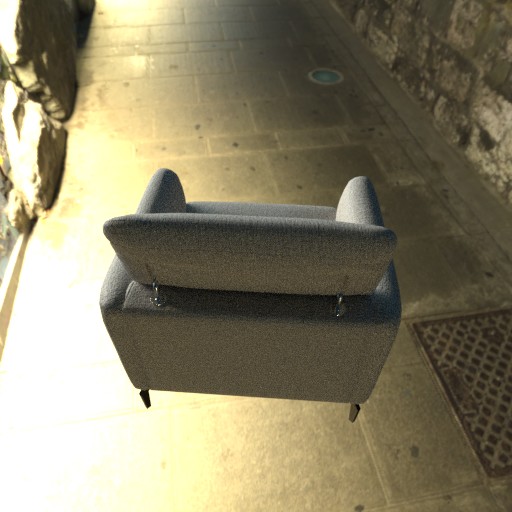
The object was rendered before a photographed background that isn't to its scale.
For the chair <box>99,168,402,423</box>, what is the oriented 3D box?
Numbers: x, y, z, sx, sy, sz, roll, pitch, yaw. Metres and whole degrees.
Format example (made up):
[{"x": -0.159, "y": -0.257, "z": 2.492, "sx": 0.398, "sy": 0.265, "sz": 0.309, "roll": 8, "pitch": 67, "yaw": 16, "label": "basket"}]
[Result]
[{"x": 0.000, "y": 0.000, "z": 1.686, "sx": 0.972, "sy": 0.967, "sz": 0.835, "roll": 3, "pitch": 46, "yaw": 3, "label": "chair"}]
